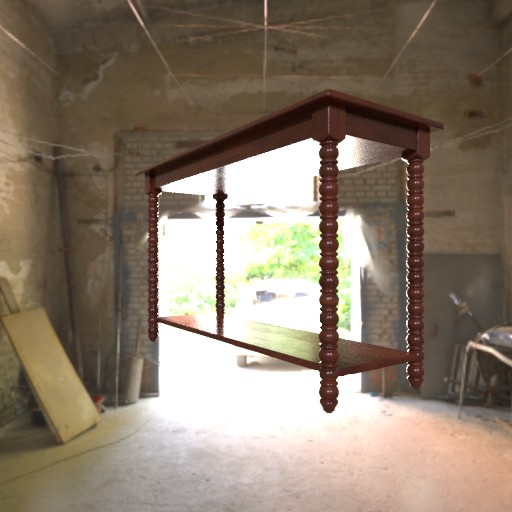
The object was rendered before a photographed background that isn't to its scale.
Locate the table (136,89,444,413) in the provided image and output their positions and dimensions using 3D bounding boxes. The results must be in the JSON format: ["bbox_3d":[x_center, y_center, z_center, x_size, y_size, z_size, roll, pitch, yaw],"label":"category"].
[{"bbox_3d":[0.000,0.000,1.584,0.459,0.740,1.184,0,0,-35],"label":"table"}]
